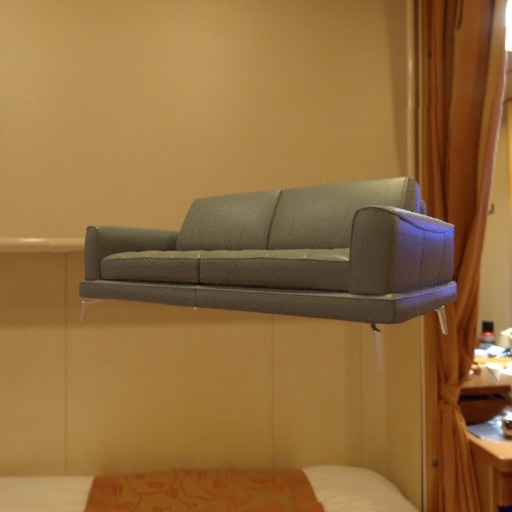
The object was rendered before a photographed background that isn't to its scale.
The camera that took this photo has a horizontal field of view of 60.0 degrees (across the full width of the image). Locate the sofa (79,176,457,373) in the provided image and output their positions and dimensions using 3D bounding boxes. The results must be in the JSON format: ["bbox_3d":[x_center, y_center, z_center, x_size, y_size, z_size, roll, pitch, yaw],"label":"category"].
[{"bbox_3d":[0.000,0.000,2.763,2.177,0.930,1.121,0,0,36],"label":"sofa"}]
